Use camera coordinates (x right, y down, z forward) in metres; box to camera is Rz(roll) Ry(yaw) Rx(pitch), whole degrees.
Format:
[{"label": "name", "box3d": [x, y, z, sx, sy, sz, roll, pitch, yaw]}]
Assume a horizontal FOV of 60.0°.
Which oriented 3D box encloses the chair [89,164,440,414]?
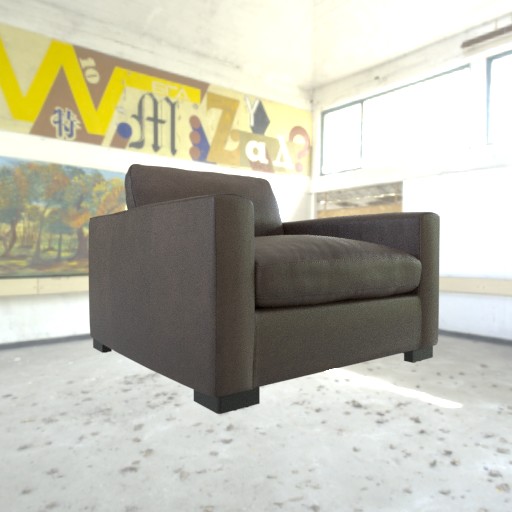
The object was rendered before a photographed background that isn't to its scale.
[{"label": "chair", "box3d": [0.000, 0.000, 1.834, 1.100, 0.812, 1.069, -1, 1, -37]}]
